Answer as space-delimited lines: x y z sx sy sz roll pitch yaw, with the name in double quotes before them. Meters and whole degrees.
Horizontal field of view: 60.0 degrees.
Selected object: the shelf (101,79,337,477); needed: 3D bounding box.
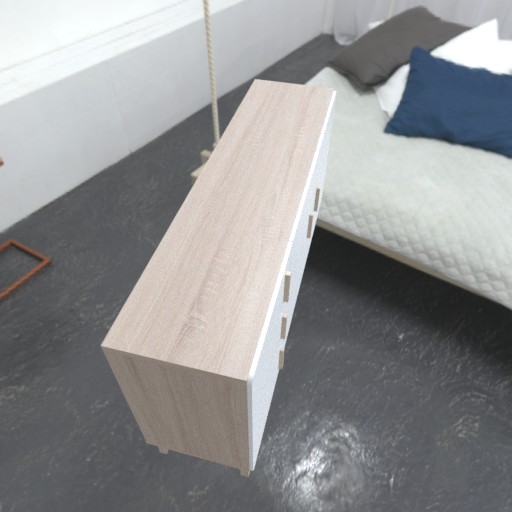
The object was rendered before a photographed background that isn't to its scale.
"shelf" 0.000 0.000 1.830 0.400 0.780 1.490 11 48 10
